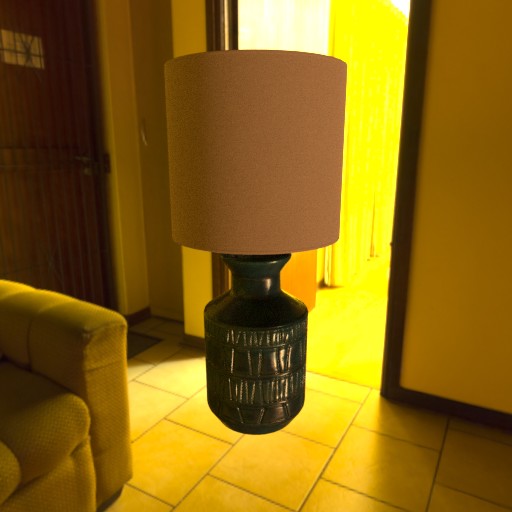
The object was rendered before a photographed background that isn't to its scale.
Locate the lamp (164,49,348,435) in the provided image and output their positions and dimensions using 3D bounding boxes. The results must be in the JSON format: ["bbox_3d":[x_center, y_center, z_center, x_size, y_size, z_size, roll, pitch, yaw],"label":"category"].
[{"bbox_3d":[0.000,0.000,0.575,0.211,0.455,0.211,2,14,9],"label":"lamp"}]
